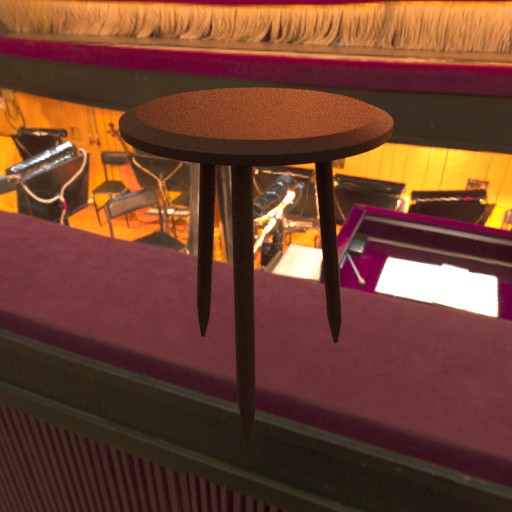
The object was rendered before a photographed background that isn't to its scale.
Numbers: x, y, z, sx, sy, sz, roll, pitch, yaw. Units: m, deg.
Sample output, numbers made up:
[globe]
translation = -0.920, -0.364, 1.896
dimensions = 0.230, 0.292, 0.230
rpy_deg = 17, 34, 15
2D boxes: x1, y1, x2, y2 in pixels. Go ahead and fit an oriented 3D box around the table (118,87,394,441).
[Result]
[table]
translation = 0.000, 0.000, 0.904
dimensions = 0.457, 0.585, 0.457
rpy_deg = 0, 30, 0
